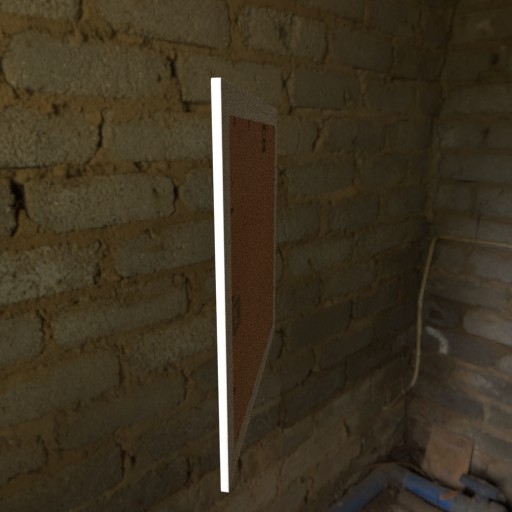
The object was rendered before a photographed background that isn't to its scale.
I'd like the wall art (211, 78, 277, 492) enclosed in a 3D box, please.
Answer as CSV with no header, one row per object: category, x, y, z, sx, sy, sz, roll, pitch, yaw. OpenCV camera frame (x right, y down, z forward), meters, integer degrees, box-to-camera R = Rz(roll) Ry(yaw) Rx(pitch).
wall art,0.000,0.000,0.871,0.013,0.584,0.584,2,15,9
